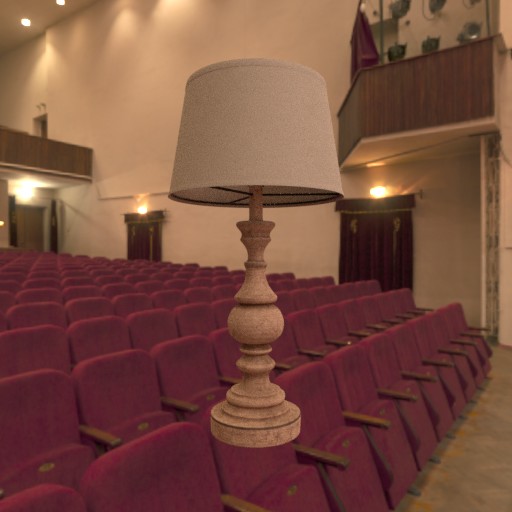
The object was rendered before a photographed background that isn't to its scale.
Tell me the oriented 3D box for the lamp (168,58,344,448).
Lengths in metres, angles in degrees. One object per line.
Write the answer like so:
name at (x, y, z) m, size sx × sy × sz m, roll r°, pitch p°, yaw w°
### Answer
lamp at (0.000, 0.000, 0.871) m, size 0.340 × 0.678 × 0.340 m, roll 0°, pitch 0°, yaw 0°
